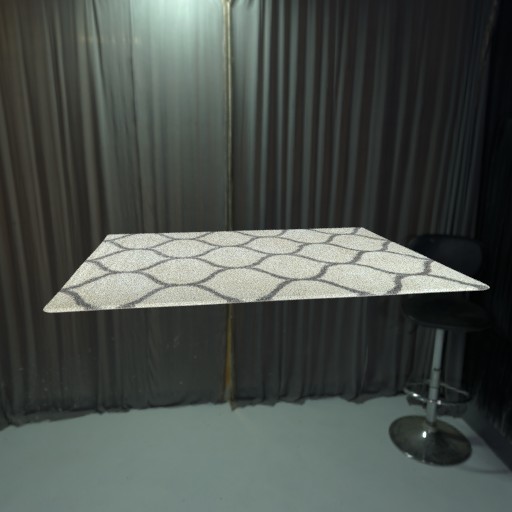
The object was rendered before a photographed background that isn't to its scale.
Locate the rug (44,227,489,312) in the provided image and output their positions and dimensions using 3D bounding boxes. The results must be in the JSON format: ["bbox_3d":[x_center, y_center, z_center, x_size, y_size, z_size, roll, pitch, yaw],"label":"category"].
[{"bbox_3d":[0.000,0.000,4.057,3.000,0.026,2.399,-2,14,-8],"label":"rug"}]
